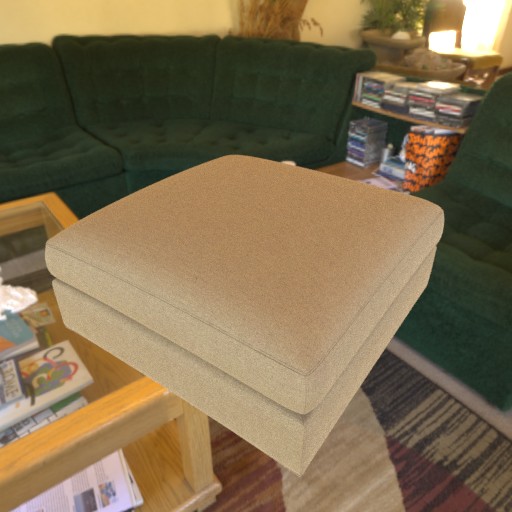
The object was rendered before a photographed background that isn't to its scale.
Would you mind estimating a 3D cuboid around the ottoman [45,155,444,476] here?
[{"bbox_3d":[0.000,0.000,1.617,1.041,0.470,1.041,21,38,29],"label":"ottoman"}]
